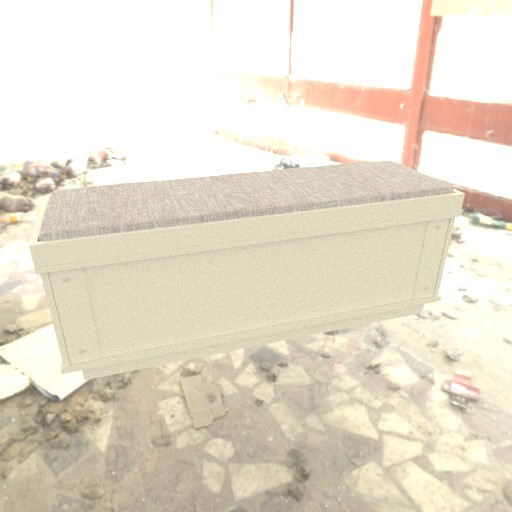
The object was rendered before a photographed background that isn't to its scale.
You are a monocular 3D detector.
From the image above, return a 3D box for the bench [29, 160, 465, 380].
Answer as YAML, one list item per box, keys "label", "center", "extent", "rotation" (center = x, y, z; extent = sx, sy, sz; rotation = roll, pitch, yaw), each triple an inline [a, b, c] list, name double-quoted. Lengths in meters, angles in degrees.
- label: "bench"
  center: [0.000, 0.000, 1.413]
  extent: [1.196, 0.453, 0.363]
  rotation: [-8, 28, -16]
